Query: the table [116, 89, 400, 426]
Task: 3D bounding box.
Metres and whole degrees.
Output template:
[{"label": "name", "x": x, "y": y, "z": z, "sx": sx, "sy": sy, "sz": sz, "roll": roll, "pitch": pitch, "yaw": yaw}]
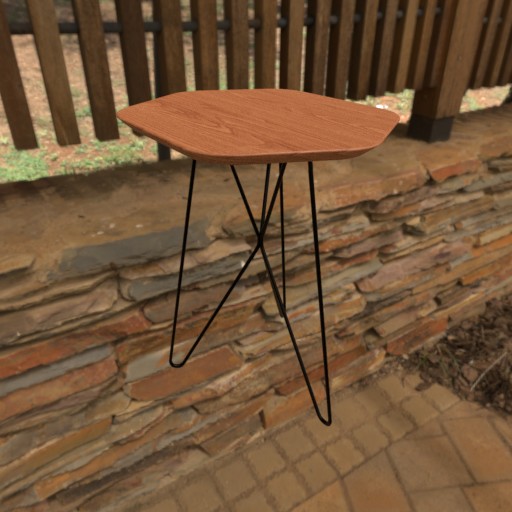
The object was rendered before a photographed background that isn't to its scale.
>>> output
[{"label": "table", "x": 0.000, "y": 0.000, "z": 0.892, "sx": 0.400, "sy": 0.562, "sz": 0.500, "roll": -21, "pitch": 36, "yaw": -31}]
